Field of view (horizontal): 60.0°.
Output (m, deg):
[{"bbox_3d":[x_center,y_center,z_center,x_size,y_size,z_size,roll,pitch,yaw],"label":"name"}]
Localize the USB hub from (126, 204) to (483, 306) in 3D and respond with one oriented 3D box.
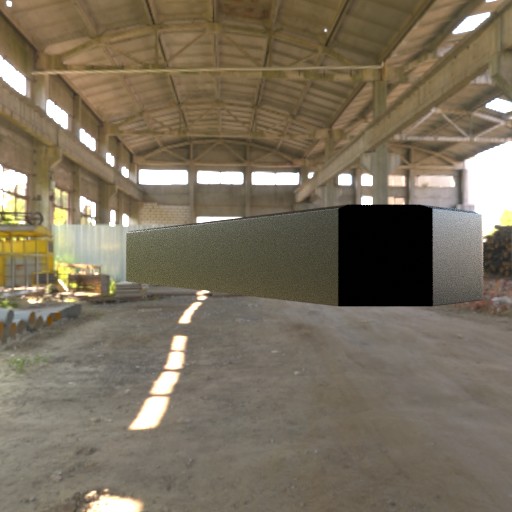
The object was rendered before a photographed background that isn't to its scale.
[{"bbox_3d":[0.000,0.000,0.161,0.044,0.023,0.145,0,0,-37],"label":"USB hub"}]
